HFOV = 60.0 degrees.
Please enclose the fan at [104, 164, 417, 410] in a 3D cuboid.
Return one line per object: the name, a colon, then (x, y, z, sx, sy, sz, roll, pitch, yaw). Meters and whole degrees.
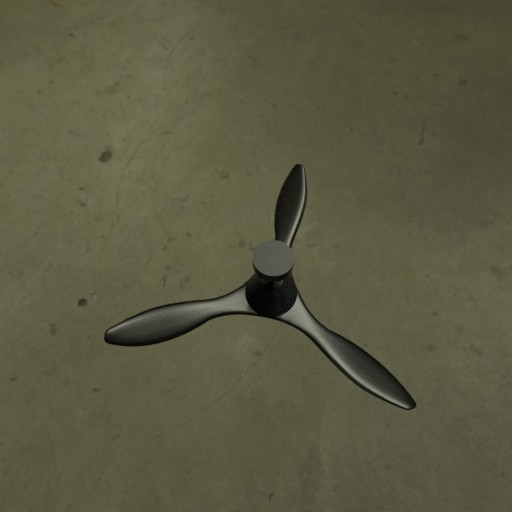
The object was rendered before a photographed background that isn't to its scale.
fan: (0.000, 0.000, 1.651, 1.067, 0.305, 1.067, 1, 59, 0)
